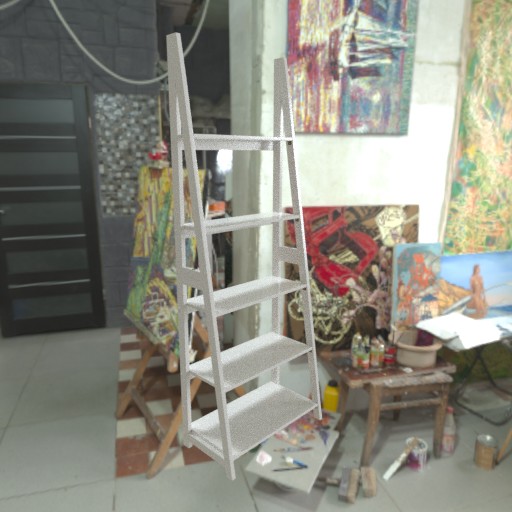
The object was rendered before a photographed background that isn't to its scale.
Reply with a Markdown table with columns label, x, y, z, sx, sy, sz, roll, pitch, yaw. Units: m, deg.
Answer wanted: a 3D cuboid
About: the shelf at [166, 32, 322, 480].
| label | x | y | z | sx | sy | sz | roll | pitch | yaw |
| --- | --- | --- | --- | --- | --- | --- | --- | --- | --- |
| shelf | 0.000 | 0.000 | 1.997 | 0.341 | 1.779 | 0.636 | 13 | 18 | 43 |
